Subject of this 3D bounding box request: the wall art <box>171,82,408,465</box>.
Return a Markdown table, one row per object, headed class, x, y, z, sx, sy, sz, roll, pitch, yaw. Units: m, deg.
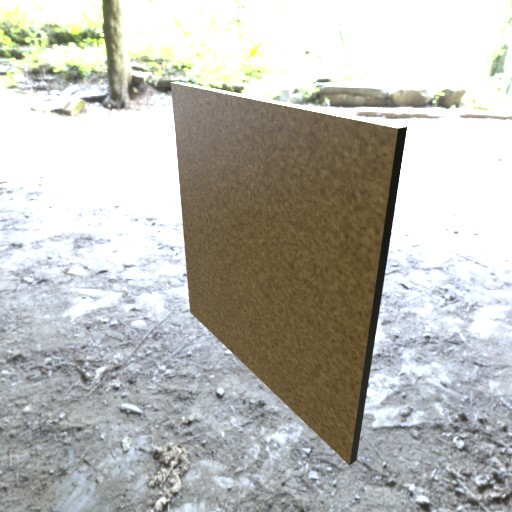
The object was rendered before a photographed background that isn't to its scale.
| class | x | y | z | sx | sy | sz | roll | pitch | yaw |
| --- | --- | --- | --- | --- | --- | --- | --- | --- | --- |
| wall art | 0.000 | 0.000 | 0.657 | 0.014 | 0.445 | 0.446 | -19 | 33 | -32 |
